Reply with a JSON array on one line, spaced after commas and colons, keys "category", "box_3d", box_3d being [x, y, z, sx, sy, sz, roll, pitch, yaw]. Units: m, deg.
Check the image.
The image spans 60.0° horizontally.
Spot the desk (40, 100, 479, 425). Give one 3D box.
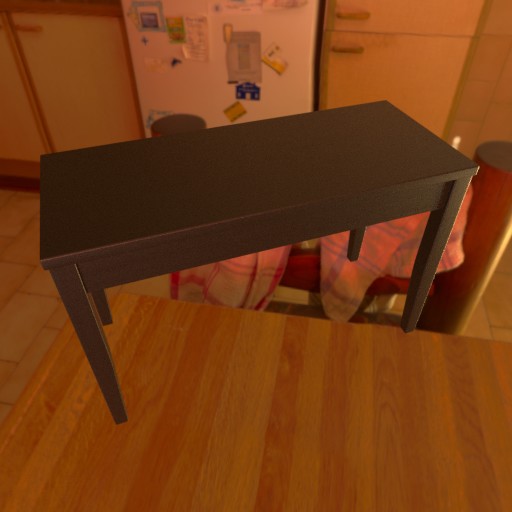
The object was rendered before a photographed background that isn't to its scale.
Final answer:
[{"category": "desk", "box_3d": [0.000, 0.000, 1.587, 1.220, 0.775, 0.508, -14, 44, -15]}]
